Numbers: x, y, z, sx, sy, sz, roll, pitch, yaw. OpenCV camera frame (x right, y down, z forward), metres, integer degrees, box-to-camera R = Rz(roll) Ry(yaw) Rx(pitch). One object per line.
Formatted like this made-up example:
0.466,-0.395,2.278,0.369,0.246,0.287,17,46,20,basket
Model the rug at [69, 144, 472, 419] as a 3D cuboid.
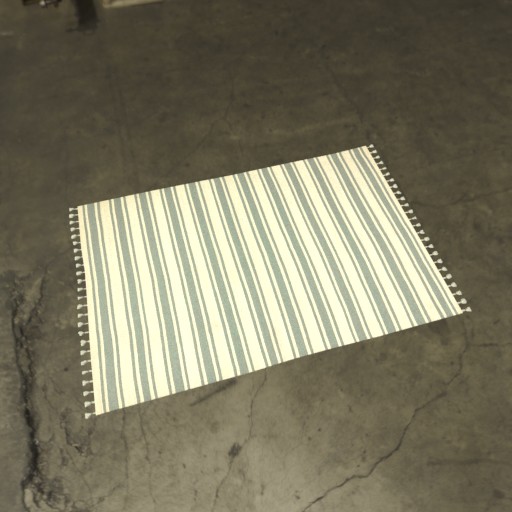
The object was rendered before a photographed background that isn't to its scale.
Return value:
0.000,0.000,3.019,2.410,0.011,1.539,-13,59,-8,rug
